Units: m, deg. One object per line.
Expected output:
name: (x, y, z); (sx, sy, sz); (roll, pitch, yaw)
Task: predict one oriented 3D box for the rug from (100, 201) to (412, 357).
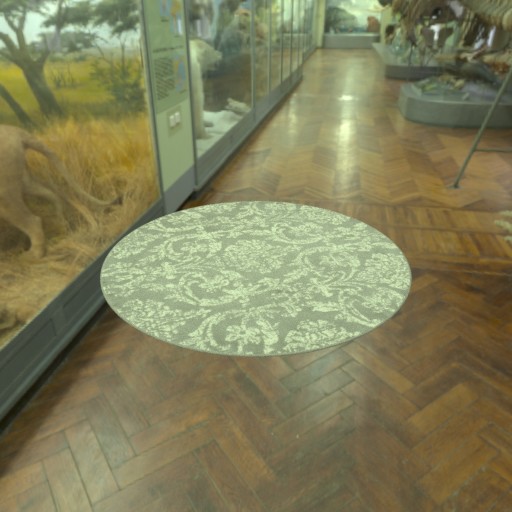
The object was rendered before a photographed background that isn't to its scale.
rug: (0.000, 0.000, 2.371); (1.593, 0.012, 1.593); (0, 28, 0)
